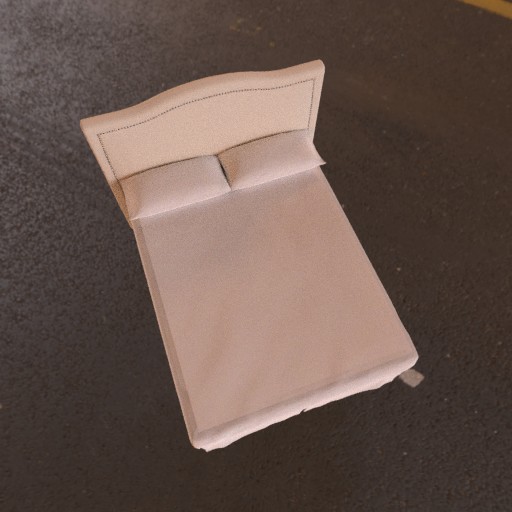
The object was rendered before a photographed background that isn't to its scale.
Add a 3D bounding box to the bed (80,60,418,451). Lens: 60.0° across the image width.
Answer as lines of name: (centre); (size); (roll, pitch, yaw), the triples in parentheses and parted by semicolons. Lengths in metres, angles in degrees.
bed: (0.000, 0.000, 3.194); (1.753, 1.460, 2.143); (-18, 64, -9)
